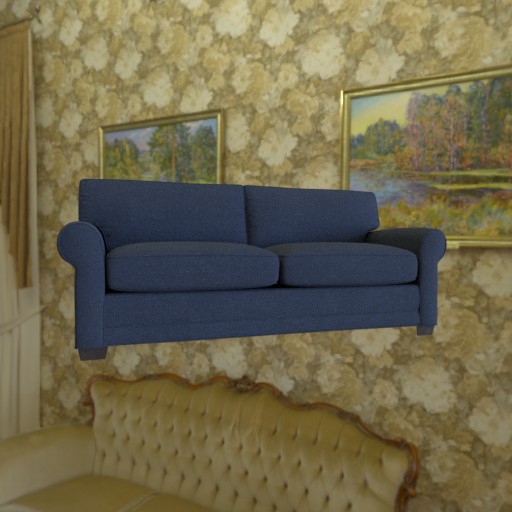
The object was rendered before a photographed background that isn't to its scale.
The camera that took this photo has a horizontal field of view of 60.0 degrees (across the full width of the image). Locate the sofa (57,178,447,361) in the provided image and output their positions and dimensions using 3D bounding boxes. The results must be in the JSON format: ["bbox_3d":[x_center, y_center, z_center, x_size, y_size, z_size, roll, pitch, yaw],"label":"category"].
[{"bbox_3d":[0.000,0.000,2.956,2.391,1.026,0.954,0,1,-19],"label":"sofa"}]
